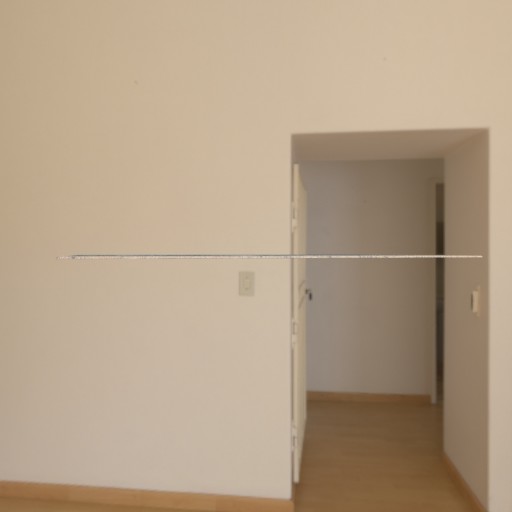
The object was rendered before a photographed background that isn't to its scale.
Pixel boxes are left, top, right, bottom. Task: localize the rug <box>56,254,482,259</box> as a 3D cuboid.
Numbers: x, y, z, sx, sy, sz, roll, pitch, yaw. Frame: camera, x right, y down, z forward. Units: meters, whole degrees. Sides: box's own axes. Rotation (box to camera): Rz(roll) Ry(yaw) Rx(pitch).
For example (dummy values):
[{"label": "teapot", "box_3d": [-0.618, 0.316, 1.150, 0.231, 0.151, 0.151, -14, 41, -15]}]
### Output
[{"label": "rug", "box_3d": [0.000, 0.000, 2.357, 1.836, 0.009, 1.232, 0, 0, -18]}]
